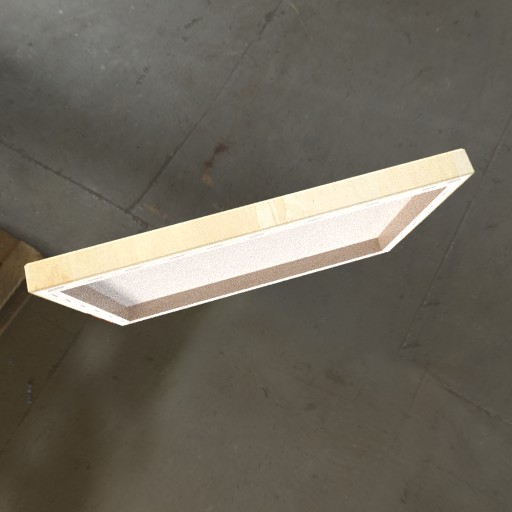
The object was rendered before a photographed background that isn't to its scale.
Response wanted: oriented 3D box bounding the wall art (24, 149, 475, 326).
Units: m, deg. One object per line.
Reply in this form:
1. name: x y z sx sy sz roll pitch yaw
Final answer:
1. wall art: 0.000 0.000 0.784 0.613 0.402 0.040 -15 76 -4
